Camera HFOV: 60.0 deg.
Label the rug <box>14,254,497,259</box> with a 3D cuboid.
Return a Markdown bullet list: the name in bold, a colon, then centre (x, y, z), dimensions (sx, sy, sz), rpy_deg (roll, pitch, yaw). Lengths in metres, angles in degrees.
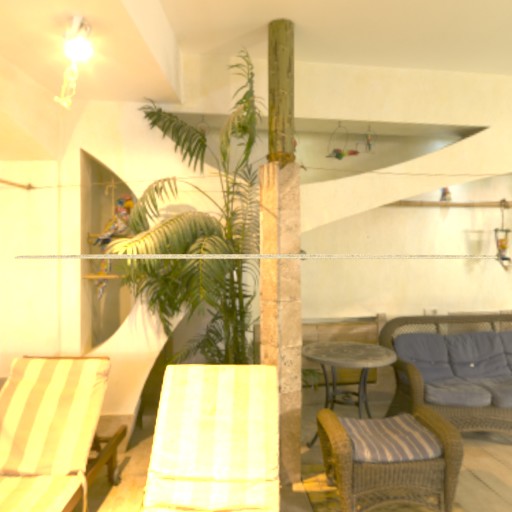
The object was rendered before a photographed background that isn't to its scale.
- **rug**: centre (0.000, 0.000, 3.419), dimensions (2.746, 0.018, 1.819), rpy_deg (0, 0, 0)
